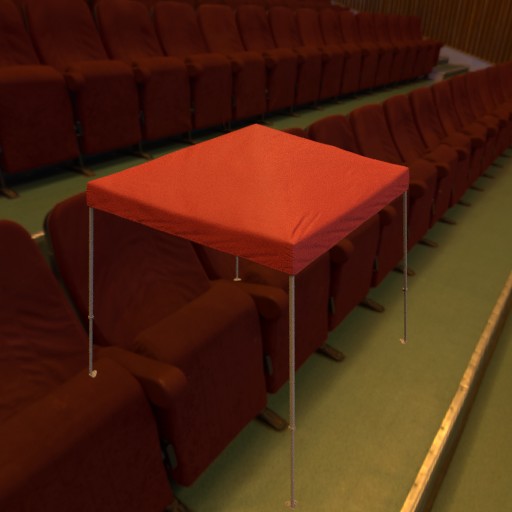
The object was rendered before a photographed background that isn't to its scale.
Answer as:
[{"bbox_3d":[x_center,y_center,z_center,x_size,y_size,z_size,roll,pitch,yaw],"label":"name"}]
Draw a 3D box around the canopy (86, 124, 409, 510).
[{"bbox_3d":[0.000,0.000,6.203,3.599,3.600,3.600,18,32,32],"label":"canopy"}]
